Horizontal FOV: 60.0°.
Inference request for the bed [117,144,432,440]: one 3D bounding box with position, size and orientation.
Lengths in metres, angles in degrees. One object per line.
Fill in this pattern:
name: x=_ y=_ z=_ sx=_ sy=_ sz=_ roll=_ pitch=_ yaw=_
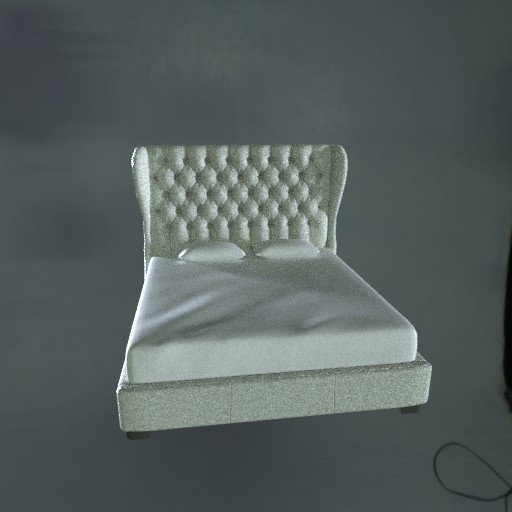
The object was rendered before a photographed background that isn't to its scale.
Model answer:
bed: x=0.000 y=0.000 z=3.872 sx=2.219 sy=1.771 sz=2.347 roll=-2 pitch=17 yaw=-8
